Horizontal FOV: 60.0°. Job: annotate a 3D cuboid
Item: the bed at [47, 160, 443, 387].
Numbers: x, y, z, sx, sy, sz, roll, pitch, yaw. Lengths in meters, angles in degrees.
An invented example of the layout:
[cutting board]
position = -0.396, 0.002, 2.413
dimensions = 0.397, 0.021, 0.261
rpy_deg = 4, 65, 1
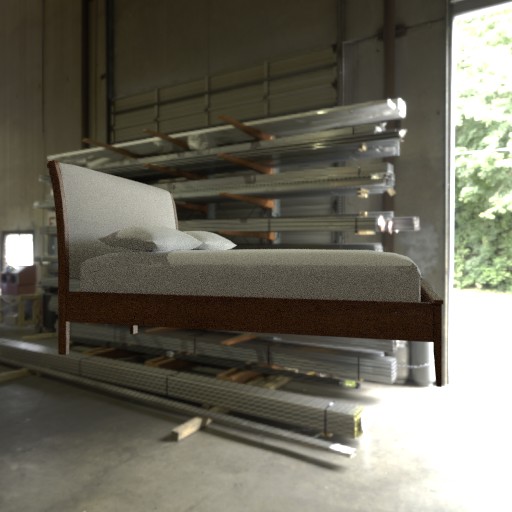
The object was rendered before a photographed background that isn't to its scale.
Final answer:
[bed]
position = 0.000, 0.000, 3.236
dimensions = 2.380, 1.250, 1.612
rpy_deg = 0, 0, 18
